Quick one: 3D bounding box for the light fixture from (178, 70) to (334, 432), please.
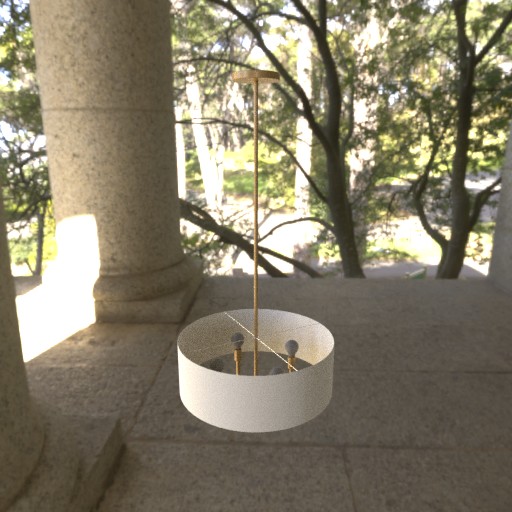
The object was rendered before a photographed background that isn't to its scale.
[{"bbox_3d":[0.000,0.000,1.388,0.508,1.067,0.508,0,14,0],"label":"light fixture"}]
